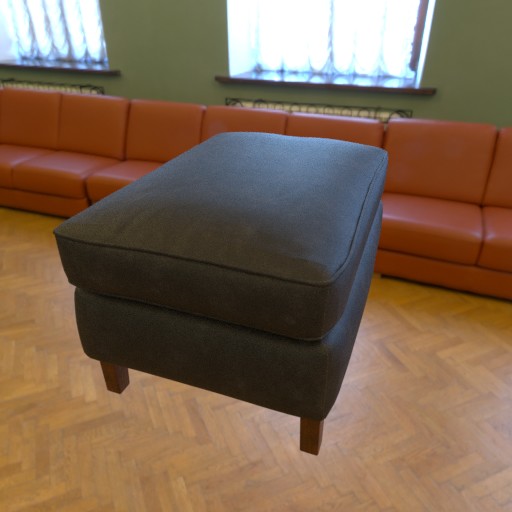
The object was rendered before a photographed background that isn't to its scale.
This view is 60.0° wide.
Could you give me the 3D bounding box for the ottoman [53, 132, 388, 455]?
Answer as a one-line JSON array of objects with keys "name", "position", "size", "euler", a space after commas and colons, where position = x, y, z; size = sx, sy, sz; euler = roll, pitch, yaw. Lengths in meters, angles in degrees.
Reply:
[{"name": "ottoman", "position": [0.000, 0.000, 0.975], "size": [0.501, 0.413, 0.665], "euler": [10, 31, 18]}]
